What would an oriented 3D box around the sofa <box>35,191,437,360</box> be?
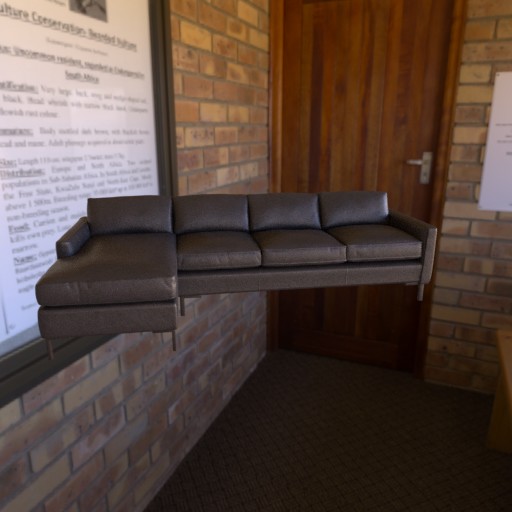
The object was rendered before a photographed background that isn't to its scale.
[{"bbox_3d":[0.000,0.000,3.595,2.993,0.859,1.471,-3,16,-9],"label":"sofa"}]
